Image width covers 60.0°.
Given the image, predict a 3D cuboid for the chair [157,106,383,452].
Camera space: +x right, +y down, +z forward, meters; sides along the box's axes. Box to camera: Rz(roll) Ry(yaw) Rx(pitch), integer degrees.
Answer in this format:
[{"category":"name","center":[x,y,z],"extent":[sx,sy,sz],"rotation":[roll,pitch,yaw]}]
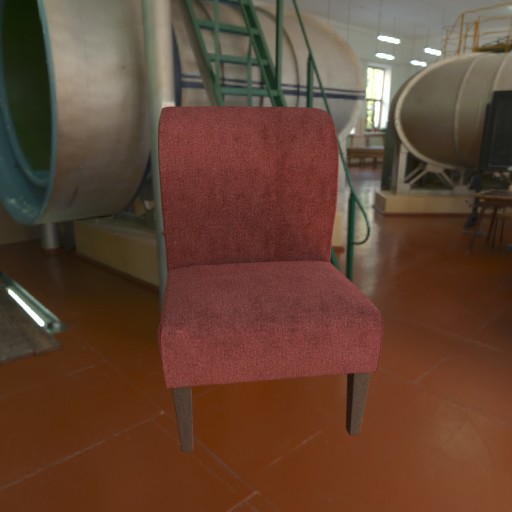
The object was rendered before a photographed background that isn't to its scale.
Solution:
[{"category":"chair","center":[0.000,0.000,1.286],"extent":[0.538,0.846,0.640],"rotation":[-2,16,-8]}]
